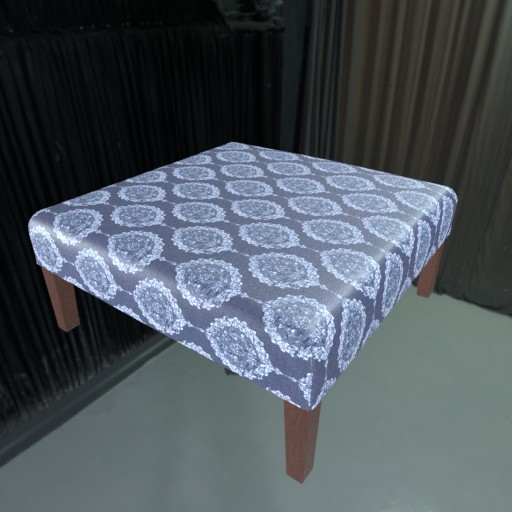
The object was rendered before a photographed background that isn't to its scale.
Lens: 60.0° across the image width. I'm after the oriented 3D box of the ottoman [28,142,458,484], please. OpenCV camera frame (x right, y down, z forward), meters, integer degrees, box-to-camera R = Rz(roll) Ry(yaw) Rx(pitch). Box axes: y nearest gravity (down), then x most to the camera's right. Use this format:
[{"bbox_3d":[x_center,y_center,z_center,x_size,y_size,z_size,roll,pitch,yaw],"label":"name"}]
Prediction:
[{"bbox_3d":[0.000,0.000,1.343,0.890,0.409,0.889,20,35,31],"label":"ottoman"}]
